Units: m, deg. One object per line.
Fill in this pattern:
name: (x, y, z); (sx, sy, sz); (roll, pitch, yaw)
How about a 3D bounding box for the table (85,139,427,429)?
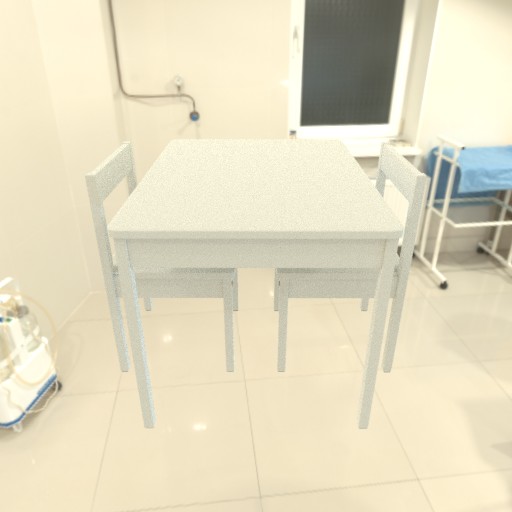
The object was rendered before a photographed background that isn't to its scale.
table: (0.000, 0.000, 1.108); (0.672, 0.503, 0.650); (0, 28, 0)
